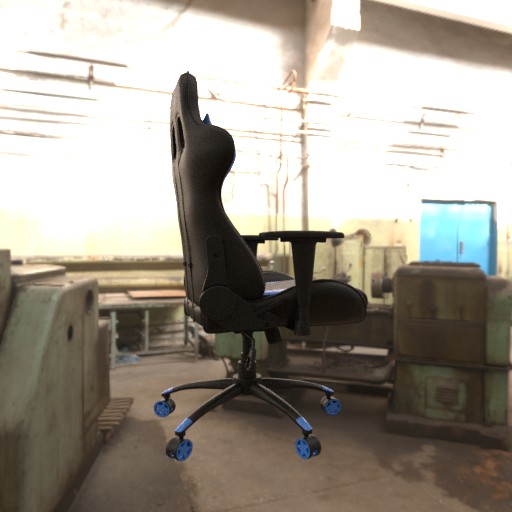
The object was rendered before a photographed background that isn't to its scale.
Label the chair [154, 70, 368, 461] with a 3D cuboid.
[{"bbox_3d":[0.000,0.000,1.684,0.730,1.282,0.695,0,1,-18],"label":"chair"}]
